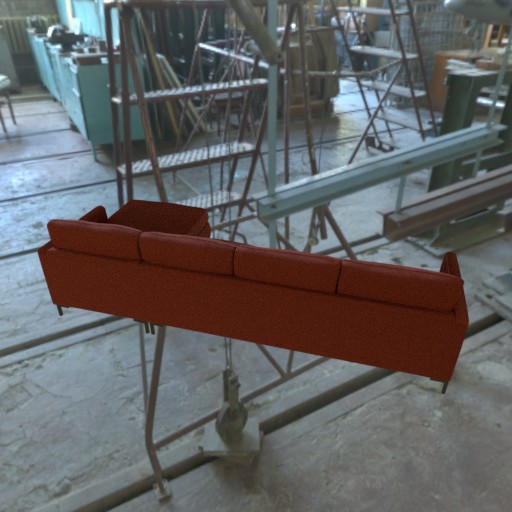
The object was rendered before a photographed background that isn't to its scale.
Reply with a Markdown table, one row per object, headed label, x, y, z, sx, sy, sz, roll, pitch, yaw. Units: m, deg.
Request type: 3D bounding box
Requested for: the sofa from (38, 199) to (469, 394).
| label | x | y | z | sx | sy | sz | roll | pitch | yaw |
| --- | --- | --- | --- | --- | --- | --- | --- | --- | --- |
| sofa | 0.000 | 0.000 | 3.466 | 2.932 | 0.810 | 1.350 | 9 | 33 | 14 |
